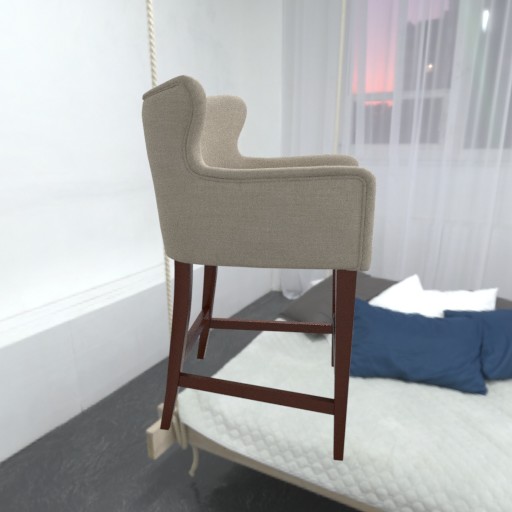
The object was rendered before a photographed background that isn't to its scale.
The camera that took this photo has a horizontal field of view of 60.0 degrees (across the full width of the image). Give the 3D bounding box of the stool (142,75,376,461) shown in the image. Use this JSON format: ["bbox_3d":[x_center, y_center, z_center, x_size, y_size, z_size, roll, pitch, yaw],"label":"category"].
[{"bbox_3d":[0.000,0.000,1.375,0.637,0.987,0.615,2,16,8],"label":"stool"}]
